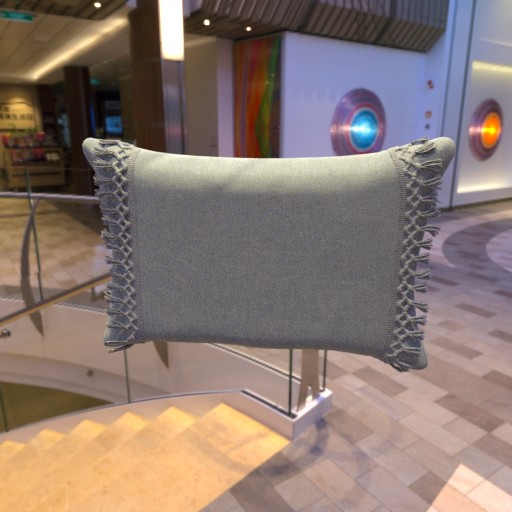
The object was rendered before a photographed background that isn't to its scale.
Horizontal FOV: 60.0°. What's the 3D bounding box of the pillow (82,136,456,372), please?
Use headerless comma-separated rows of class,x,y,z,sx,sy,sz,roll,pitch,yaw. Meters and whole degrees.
pillow,0.000,0.000,0.585,0.466,0.305,0.084,3,16,9
